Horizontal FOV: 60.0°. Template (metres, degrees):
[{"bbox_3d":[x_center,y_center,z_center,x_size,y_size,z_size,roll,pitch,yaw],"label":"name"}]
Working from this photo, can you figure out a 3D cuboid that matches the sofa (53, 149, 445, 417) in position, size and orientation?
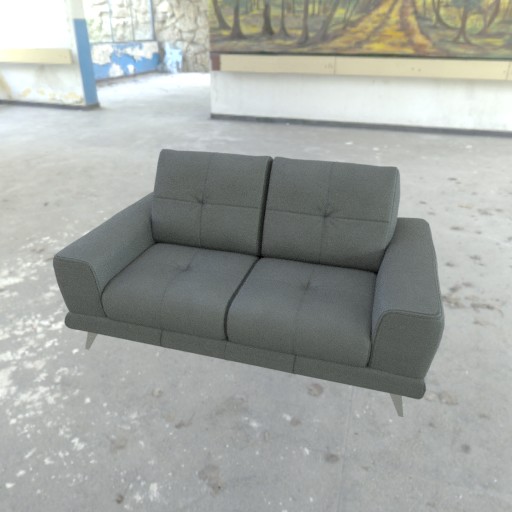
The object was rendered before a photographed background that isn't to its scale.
[{"bbox_3d":[0.000,0.000,2.343,1.806,0.907,1.018,8,28,15],"label":"sofa"}]
